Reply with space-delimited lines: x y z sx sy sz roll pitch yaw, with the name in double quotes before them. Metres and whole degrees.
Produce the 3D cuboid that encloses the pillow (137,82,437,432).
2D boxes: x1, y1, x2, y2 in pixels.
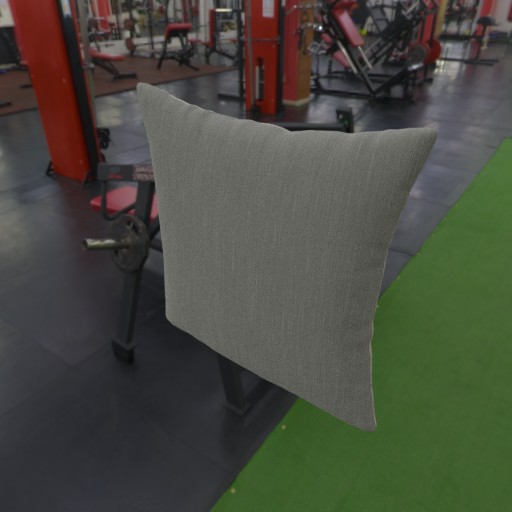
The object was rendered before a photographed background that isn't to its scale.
"pillow" 0.000 0.000 0.754 0.511 0.509 0.161 21 37 32
